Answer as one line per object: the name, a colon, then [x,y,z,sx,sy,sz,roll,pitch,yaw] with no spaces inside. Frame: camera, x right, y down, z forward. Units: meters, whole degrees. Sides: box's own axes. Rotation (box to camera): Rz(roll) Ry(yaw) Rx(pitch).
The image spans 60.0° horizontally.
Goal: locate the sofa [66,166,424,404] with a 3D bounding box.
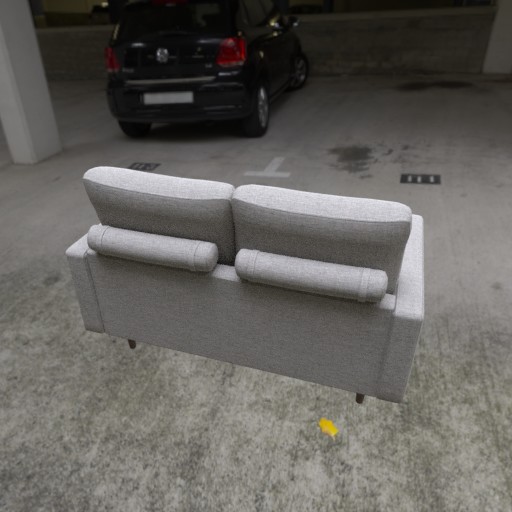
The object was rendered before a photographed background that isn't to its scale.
sofa: [0.000,0.000,2.003,1.407,0.907,0.842,9,33,15]
